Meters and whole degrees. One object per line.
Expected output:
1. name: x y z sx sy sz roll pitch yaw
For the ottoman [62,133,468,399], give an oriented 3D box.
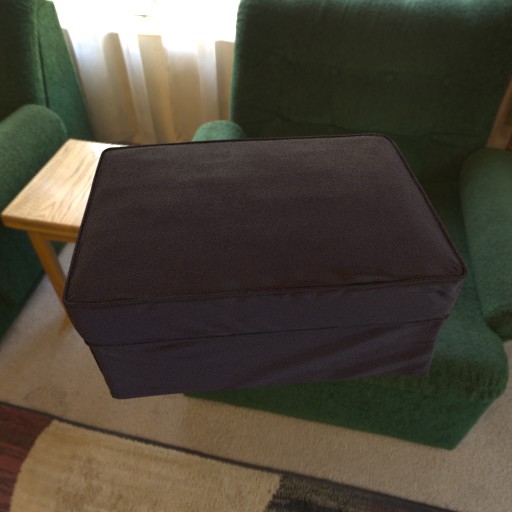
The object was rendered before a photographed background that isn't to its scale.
1. ottoman: 0.000 0.000 1.313 0.938 0.503 0.637 -4 46 -4
